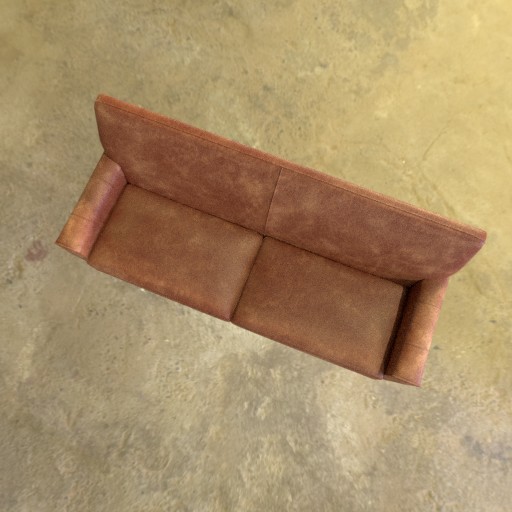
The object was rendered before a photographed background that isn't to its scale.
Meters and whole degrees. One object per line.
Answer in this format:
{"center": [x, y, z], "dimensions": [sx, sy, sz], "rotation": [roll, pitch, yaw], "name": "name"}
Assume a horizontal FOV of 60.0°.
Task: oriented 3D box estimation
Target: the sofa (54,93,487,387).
{"center": [0.000, 0.000, 2.526], "dimensions": [2.053, 0.947, 0.805], "rotation": [21, 78, 5], "name": "sofa"}
